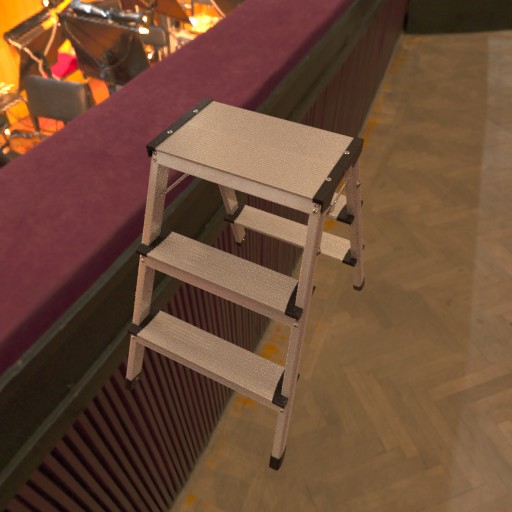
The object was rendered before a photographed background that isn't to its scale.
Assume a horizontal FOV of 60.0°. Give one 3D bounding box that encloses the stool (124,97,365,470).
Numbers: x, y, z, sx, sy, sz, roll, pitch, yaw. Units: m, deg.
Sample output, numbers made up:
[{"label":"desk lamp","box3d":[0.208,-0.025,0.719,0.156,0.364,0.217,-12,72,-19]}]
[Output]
[{"label":"stool","box3d":[0.000,0.000,1.028,0.437,0.605,0.622,21,50,19]}]
